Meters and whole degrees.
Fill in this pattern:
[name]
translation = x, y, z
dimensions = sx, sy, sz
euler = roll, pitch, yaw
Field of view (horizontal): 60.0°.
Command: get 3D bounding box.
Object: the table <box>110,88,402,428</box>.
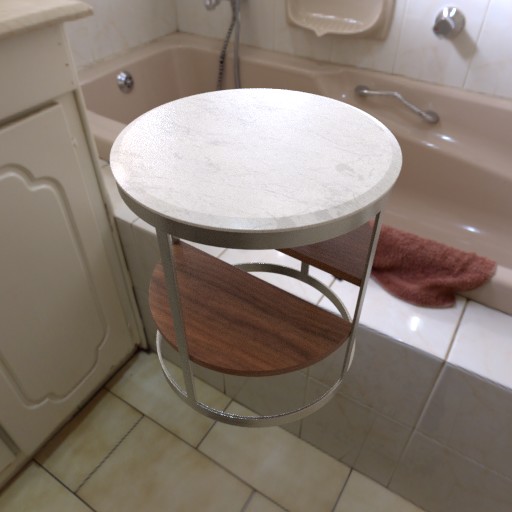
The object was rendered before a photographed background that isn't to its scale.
[table]
translation = 0.000, 0.000, 0.779
dimensions = 0.407, 0.447, 0.407
euler = 0, 41, 0
